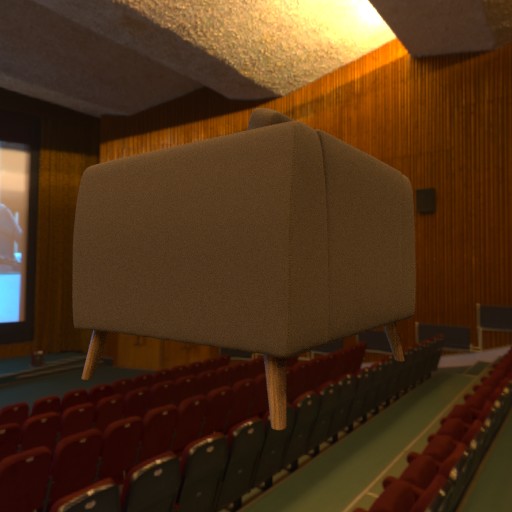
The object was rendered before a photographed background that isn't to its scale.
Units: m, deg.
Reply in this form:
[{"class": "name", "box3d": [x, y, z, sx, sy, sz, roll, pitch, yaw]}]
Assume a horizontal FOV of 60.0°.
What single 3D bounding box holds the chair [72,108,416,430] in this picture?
[{"class": "chair", "box3d": [0.000, 0.000, 1.698, 0.930, 0.860, 1.000, -1, -1, 36]}]
